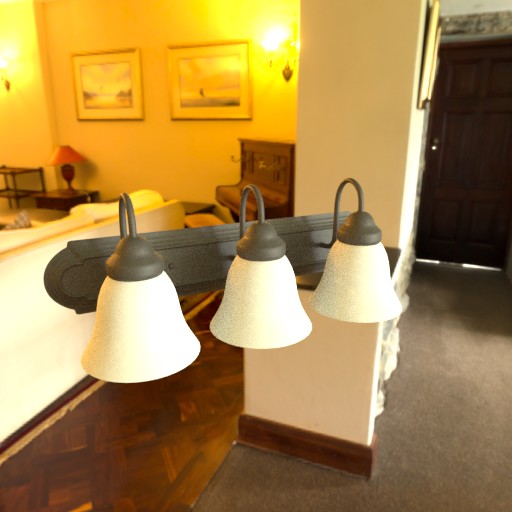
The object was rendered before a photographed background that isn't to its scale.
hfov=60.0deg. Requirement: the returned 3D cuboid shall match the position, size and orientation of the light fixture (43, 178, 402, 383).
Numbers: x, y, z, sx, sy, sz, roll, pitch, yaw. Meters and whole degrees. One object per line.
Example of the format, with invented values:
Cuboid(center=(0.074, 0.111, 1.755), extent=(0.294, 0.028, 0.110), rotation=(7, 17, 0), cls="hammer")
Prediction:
Cuboid(center=(0.000, 0.000, 0.702), extent=(0.610, 0.222, 0.199), rotation=(-8, 18, -26), cls="light fixture")
